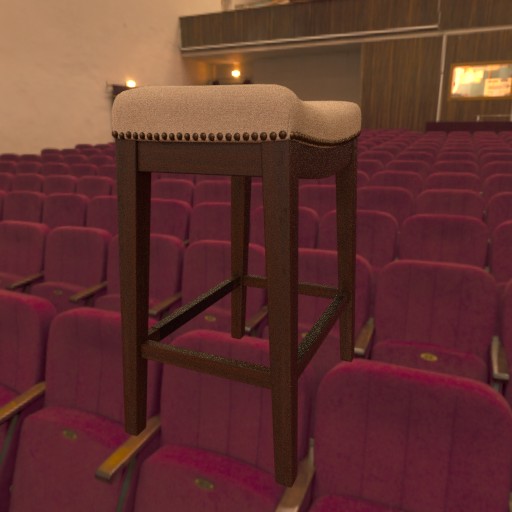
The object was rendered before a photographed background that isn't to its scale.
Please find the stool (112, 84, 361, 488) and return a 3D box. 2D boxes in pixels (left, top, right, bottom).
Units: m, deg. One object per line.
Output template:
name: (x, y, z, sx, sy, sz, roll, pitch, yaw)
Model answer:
stool: (0.000, 0.000, 0.971, 0.363, 0.669, 0.509, 7, 17, 23)
